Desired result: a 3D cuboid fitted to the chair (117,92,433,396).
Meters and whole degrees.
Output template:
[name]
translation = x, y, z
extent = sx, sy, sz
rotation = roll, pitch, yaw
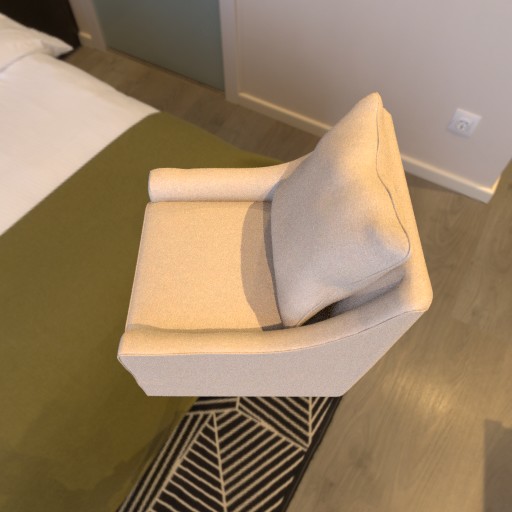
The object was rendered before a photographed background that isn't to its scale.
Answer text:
[chair]
translation = 0.000, 0.000, 1.562
extent = 0.876, 0.942, 0.760
rotation = 0, 58, 0
